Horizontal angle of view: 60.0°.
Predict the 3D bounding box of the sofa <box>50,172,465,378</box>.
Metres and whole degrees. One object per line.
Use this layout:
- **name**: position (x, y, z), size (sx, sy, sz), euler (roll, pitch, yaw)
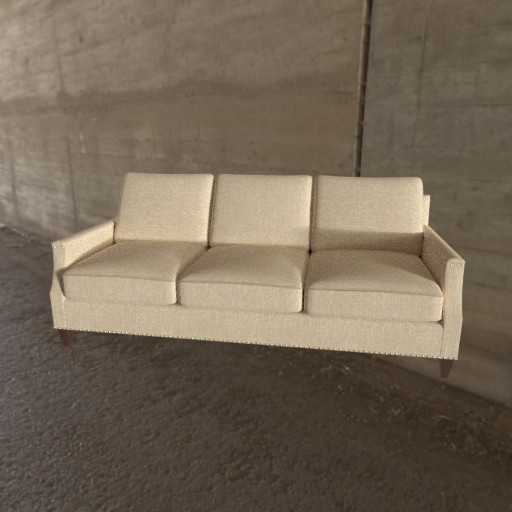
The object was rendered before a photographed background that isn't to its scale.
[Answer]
- **sofa**: position (0.000, 0.000, 2.767), size (2.210, 0.940, 1.041), euler (3, 16, 9)
